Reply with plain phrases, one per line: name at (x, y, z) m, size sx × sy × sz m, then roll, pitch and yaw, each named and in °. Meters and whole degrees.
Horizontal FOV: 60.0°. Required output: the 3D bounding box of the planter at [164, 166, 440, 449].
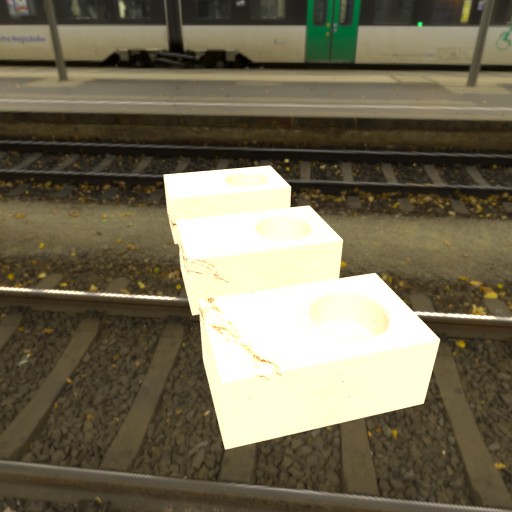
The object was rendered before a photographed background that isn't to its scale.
planter at (0.000, 0.000, 0.390) m, size 0.127 × 0.051 × 0.333 m, roll -8°, pitch 30°, yaw -13°
